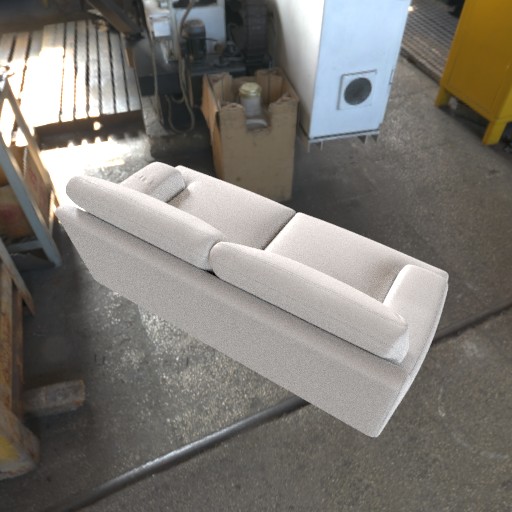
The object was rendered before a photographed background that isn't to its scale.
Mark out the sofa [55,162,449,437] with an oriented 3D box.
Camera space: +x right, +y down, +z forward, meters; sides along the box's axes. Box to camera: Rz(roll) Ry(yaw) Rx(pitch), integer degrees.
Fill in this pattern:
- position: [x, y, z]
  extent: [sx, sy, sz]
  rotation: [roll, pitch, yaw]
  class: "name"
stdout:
- position: [0.000, 0.000, 2.807]
  extent: [2.261, 0.940, 1.143]
  rotation: [25, 52, 21]
  class: "sofa"
